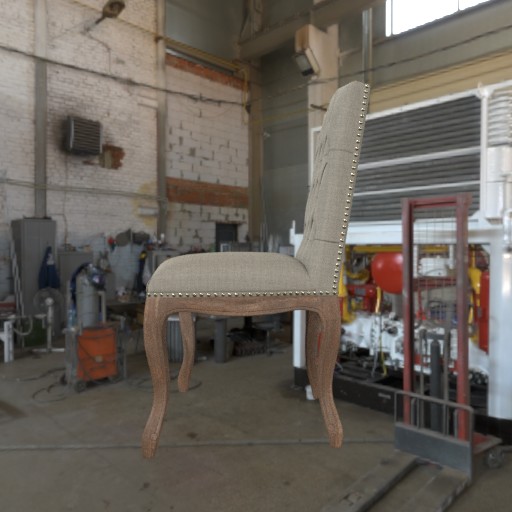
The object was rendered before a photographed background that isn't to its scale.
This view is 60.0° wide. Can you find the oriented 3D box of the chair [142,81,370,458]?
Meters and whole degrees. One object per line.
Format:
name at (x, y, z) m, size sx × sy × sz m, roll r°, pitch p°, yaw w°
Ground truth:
chair at (0.000, 0.000, 1.618) m, size 0.731 × 1.191 × 0.637 m, roll 0°, pitch 1°, yaw 0°
